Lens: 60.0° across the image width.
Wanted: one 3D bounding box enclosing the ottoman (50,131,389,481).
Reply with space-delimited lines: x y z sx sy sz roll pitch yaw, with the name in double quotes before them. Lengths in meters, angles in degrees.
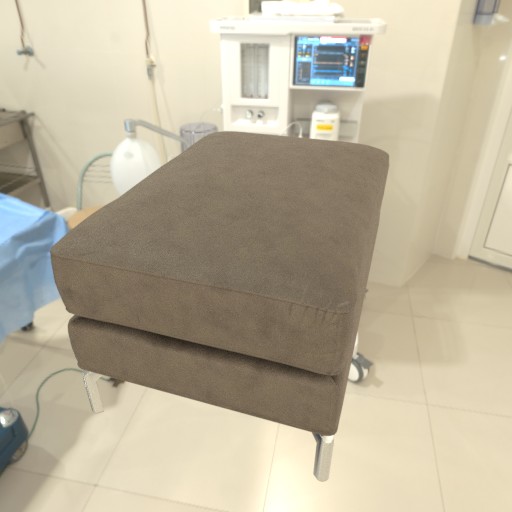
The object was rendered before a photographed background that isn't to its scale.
"ottoman" 0.000 0.000 1.035 0.520 0.456 0.719 10 33 15
